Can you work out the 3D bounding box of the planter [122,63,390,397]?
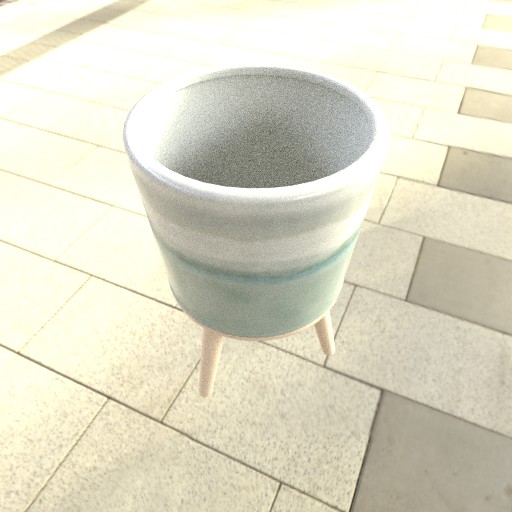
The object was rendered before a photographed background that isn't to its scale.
[{"bbox_3d":[0.000,0.000,0.590,0.265,0.404,0.265,17,48,16],"label":"planter"}]
